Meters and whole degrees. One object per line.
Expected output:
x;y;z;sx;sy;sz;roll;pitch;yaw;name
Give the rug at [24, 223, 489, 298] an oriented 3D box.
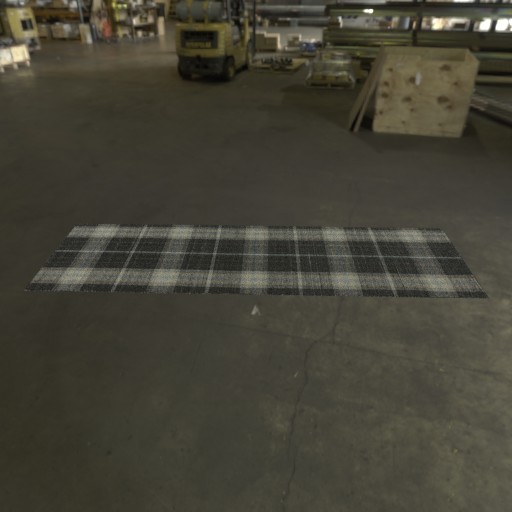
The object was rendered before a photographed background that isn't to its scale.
0.000;0.000;2.632;2.434;0.012;0.760;1;32;1;rug
